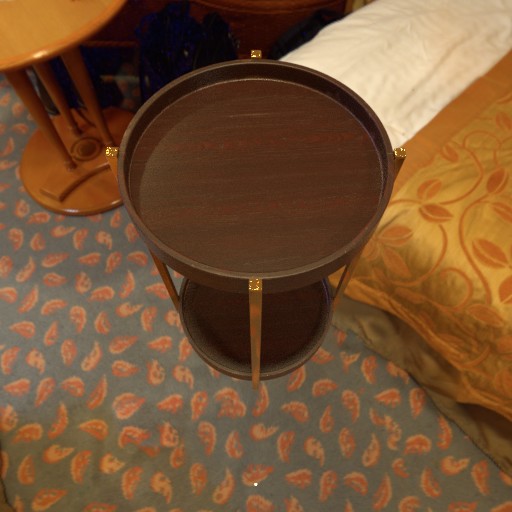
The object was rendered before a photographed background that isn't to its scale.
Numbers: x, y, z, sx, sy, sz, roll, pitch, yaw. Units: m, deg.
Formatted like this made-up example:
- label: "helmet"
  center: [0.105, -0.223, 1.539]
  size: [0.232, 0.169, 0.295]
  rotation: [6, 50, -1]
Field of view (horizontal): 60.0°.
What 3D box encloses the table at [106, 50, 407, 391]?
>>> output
- label: "table"
  center: [0.000, 0.000, 0.862]
  size: [0.400, 0.610, 0.400]
  rotation: [0, 63, 0]
